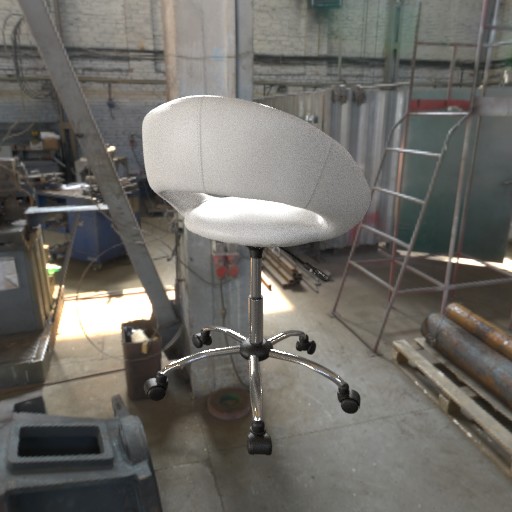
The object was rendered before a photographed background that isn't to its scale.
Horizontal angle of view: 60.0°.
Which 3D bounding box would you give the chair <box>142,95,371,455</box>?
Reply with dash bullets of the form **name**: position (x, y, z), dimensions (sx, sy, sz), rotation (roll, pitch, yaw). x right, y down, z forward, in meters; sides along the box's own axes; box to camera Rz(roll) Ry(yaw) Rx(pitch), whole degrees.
- **chair**: position (0.000, 0.000, 1.184), dimensions (0.612, 0.791, 0.538), rotation (9, 20, 27)
